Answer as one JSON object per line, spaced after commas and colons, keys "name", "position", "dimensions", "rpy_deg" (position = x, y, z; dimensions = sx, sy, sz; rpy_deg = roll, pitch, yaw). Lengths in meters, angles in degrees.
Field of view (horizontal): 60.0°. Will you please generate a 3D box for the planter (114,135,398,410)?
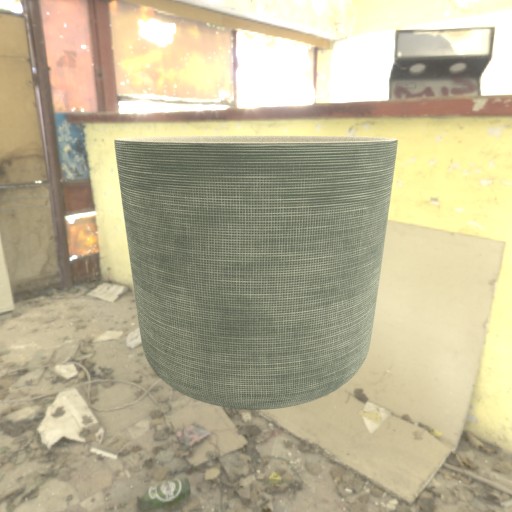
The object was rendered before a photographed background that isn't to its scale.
{"name": "planter", "position": [0.000, 0.000, 0.774], "dimensions": [0.440, 0.398, 0.440], "rpy_deg": [0, 16, 0]}
